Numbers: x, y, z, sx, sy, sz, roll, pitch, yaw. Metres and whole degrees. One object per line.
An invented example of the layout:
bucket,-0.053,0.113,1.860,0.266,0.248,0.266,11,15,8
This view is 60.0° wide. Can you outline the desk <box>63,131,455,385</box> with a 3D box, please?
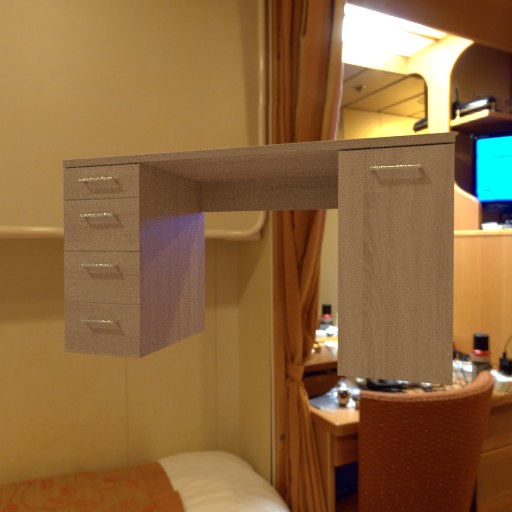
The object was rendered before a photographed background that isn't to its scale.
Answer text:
desk,0.000,0.000,1.759,1.390,0.740,0.600,0,1,18
